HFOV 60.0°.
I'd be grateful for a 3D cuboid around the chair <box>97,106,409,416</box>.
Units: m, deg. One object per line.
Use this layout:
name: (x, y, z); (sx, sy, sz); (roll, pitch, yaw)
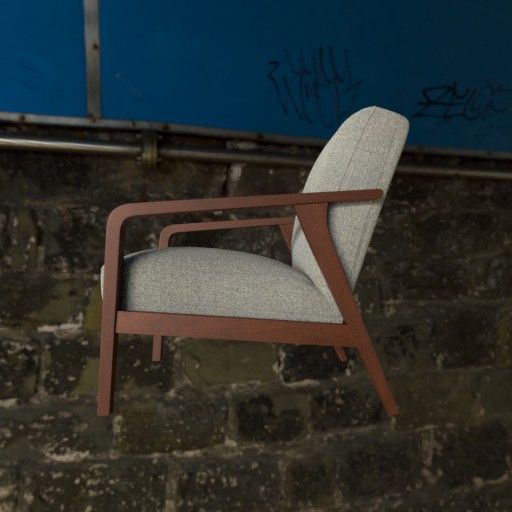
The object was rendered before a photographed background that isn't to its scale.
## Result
chair: (0.000, 0.000, 1.492); (0.858, 0.847, 0.704); (0, -1, -1)
